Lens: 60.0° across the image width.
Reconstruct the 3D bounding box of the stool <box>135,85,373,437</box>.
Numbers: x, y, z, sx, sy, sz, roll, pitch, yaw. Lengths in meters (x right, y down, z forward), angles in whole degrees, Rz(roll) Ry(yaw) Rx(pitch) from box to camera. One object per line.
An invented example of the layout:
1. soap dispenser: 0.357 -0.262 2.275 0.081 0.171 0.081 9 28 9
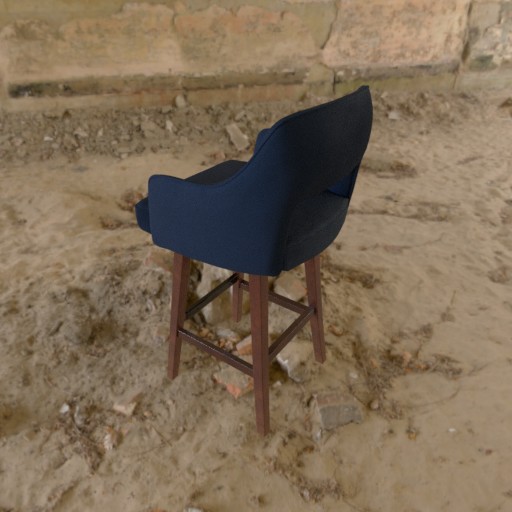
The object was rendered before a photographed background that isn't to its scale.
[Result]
1. stool: 0.000 0.000 1.397 0.560 1.041 0.550 21 38 29
